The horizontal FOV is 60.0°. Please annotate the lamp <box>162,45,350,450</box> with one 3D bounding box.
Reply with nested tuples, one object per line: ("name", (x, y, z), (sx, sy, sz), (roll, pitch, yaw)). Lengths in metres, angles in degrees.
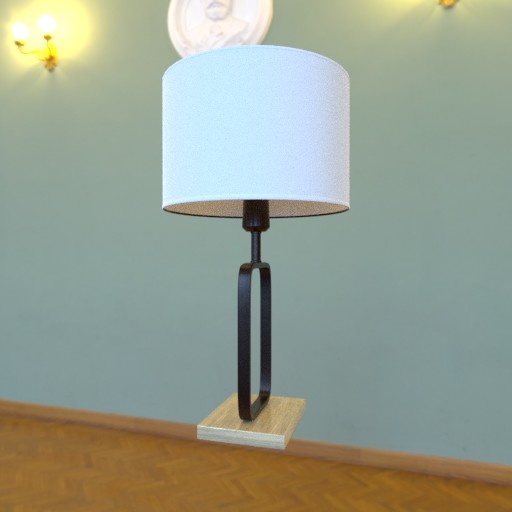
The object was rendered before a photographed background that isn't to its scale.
("lamp", (0.000, 0.000, 0.672), (0.279, 0.508, 0.279), (0, 0, 17))
